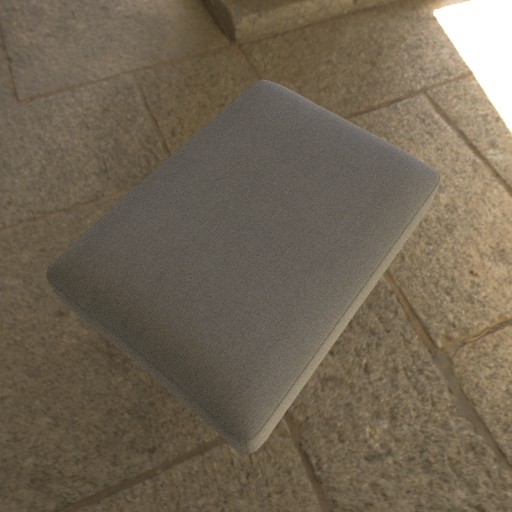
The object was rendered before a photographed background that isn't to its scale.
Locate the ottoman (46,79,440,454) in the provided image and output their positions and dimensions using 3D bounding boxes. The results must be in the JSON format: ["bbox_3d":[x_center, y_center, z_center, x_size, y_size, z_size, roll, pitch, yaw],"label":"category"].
[{"bbox_3d":[0.000,0.000,1.084,0.549,0.428,0.749,34,66,17],"label":"ottoman"}]
